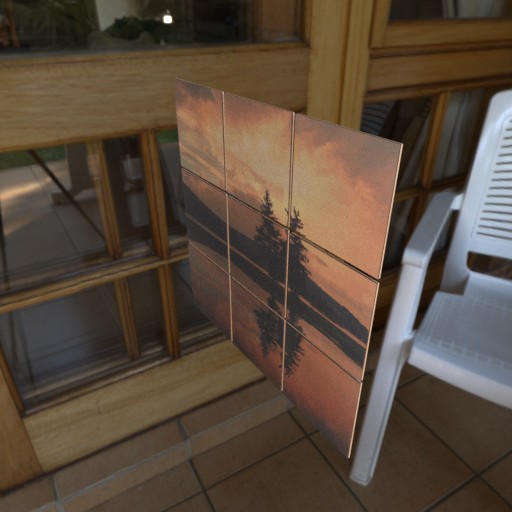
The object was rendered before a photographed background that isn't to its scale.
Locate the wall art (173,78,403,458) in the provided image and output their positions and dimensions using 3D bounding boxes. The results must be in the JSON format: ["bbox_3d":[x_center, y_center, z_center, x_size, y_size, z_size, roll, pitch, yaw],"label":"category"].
[{"bbox_3d":[0.000,0.000,2.271,0.013,1.525,1.520,-20,36,-30],"label":"wall art"}]
